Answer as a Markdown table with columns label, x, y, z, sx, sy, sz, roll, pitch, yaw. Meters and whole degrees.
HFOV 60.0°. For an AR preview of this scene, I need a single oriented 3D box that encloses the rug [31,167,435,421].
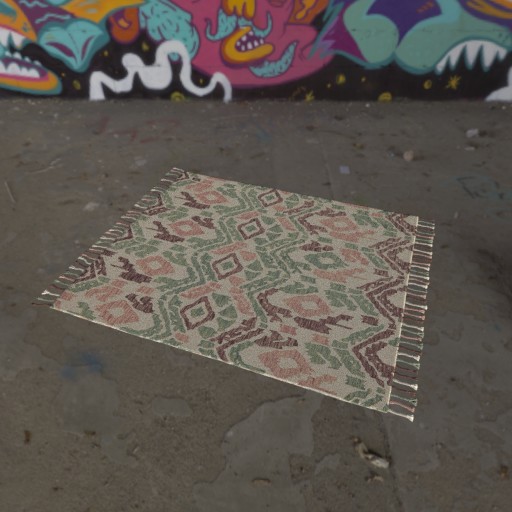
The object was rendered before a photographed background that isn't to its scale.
| label | x | y | z | sx | sy | sz | roll | pitch | yaw |
| --- | --- | --- | --- | --- | --- | --- | --- | --- | --- |
| rug | 0.000 | 0.000 | 4.083 | 3.048 | 0.010 | 2.438 | 13 | 42 | 16 |
